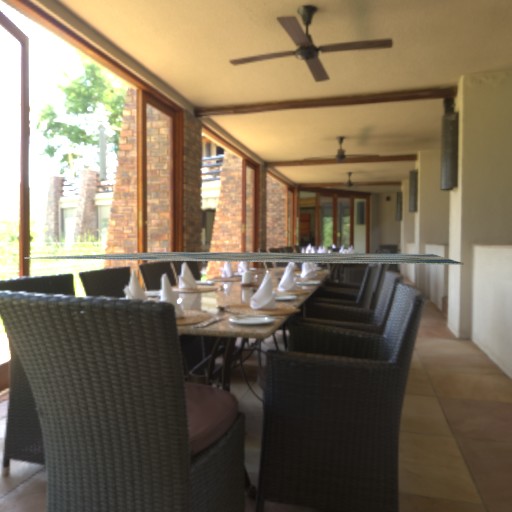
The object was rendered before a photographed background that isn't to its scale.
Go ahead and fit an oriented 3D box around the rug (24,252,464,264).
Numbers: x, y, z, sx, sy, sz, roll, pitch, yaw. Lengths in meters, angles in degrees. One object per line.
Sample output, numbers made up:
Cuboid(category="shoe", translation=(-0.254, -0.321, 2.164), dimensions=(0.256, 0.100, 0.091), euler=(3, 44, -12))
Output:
Cuboid(category="rug", translation=(0.000, 0.000, 2.319), dimensions=(1.827, 0.005, 1.229), euler=(1, 2, 18))
